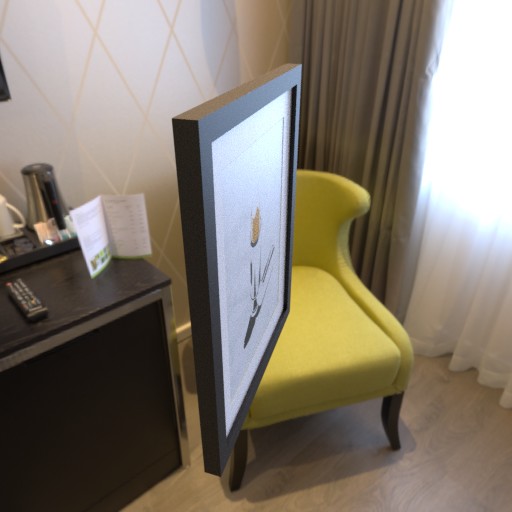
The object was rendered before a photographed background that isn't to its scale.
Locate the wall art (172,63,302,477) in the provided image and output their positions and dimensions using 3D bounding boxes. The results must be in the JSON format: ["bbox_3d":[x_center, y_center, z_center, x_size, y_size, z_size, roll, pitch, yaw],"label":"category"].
[{"bbox_3d":[0.000,0.000,0.760,0.029,0.559,0.457,9,31,15],"label":"wall art"}]
